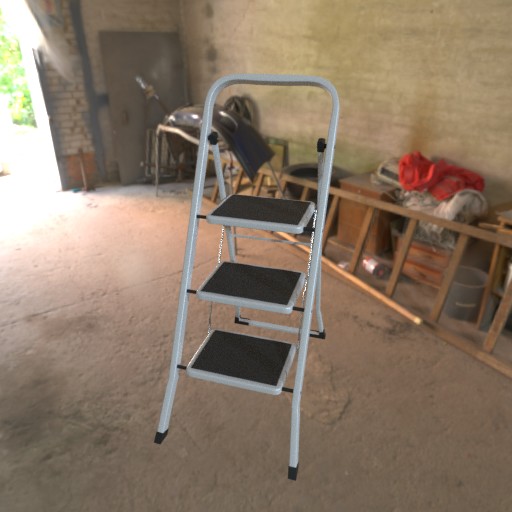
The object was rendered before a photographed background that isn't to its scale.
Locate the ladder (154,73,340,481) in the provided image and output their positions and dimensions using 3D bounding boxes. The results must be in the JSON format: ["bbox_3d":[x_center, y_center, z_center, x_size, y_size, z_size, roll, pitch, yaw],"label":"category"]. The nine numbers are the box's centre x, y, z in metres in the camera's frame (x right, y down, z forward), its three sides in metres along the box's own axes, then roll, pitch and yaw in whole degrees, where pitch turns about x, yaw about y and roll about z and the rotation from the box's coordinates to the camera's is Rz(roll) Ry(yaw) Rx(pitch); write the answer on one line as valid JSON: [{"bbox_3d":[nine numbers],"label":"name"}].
[{"bbox_3d":[0.000,0.000,1.413,0.460,1.050,0.711,8,28,15],"label":"ladder"}]
